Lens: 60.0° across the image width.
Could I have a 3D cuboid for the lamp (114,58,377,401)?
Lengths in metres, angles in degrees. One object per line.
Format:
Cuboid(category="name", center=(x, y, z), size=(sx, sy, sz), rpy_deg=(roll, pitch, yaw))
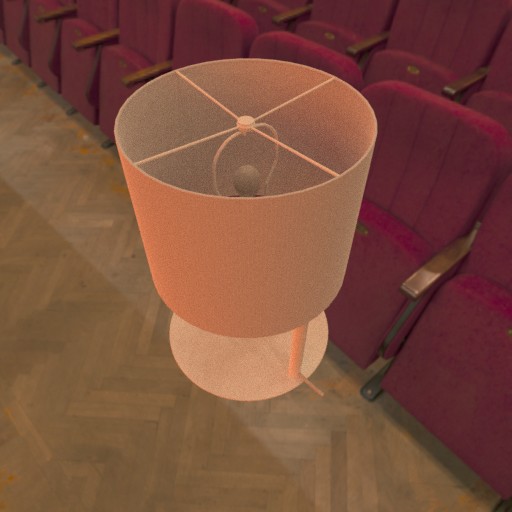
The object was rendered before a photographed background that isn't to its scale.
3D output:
Cuboid(category="lamp", center=(0.000, 0.000, 0.671), size=(0.299, 0.454, 0.341), rpy_deg=(-32, 55, -26))
